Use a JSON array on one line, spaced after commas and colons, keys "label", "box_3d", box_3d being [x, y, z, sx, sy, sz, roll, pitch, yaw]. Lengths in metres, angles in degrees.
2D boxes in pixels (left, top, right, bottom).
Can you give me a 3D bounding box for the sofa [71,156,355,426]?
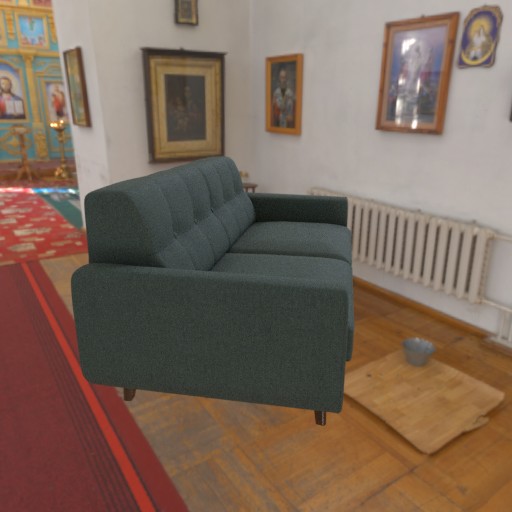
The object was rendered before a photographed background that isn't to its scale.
[{"label": "sofa", "box_3d": [0.000, 0.000, 2.130, 0.909, 0.841, 1.631, 3, 18, 11]}]
